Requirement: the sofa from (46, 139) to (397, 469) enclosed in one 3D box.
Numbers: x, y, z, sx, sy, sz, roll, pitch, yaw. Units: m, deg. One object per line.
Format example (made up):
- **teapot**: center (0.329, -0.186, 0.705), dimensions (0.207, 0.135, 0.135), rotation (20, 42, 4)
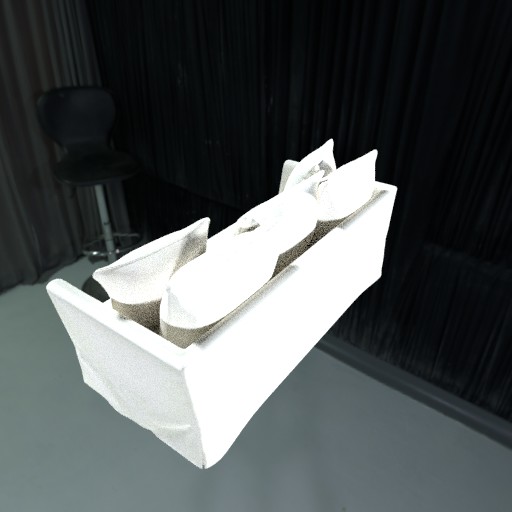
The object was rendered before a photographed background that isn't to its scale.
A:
- **sofa**: center (0.000, 0.000, 2.895), dimensions (1.031, 1.034, 2.290), rotation (21, 38, 30)
